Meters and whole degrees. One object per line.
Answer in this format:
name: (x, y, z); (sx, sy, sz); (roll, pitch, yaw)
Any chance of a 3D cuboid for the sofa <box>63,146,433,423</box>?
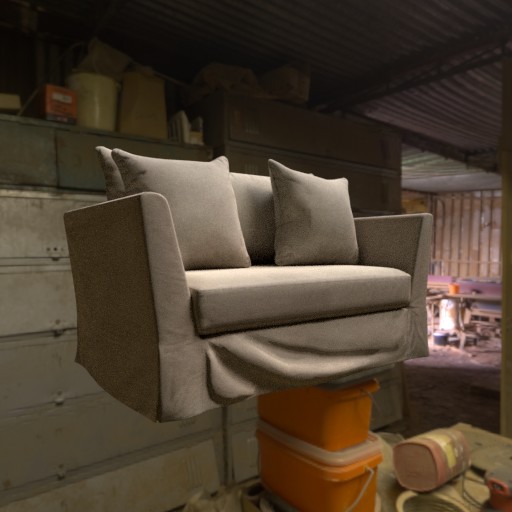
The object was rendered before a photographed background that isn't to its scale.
sofa: (0.000, 0.000, 2.232); (1.608, 1.040, 1.035); (-1, 2, -36)
